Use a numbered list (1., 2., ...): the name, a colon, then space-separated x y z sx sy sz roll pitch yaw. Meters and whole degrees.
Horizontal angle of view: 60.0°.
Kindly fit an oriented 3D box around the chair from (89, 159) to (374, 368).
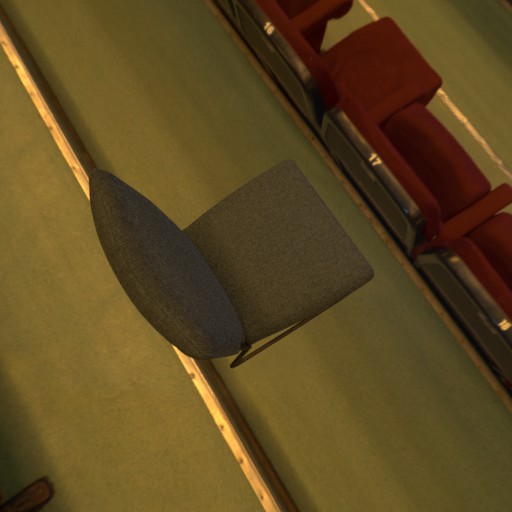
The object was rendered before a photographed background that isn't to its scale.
1. chair: 0.000 0.000 1.310 0.635 0.931 0.480 -32 76 -9
